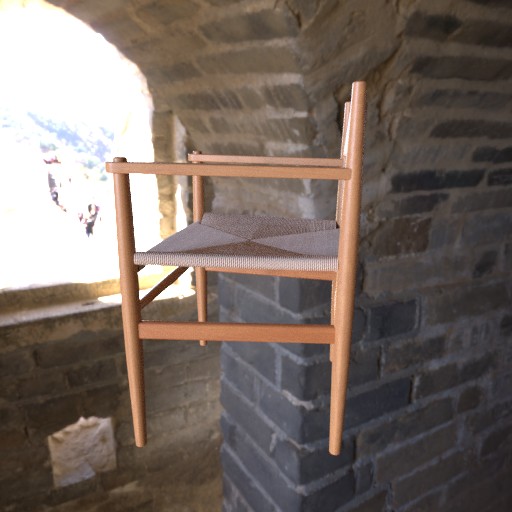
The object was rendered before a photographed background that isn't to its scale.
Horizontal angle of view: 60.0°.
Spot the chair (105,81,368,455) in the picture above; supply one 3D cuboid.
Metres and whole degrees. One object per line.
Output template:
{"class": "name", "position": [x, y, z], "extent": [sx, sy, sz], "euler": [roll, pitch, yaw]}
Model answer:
{"class": "chair", "position": [0.000, 0.000, 1.113], "extent": [0.495, 0.762, 0.556], "euler": [2, 15, 9]}
